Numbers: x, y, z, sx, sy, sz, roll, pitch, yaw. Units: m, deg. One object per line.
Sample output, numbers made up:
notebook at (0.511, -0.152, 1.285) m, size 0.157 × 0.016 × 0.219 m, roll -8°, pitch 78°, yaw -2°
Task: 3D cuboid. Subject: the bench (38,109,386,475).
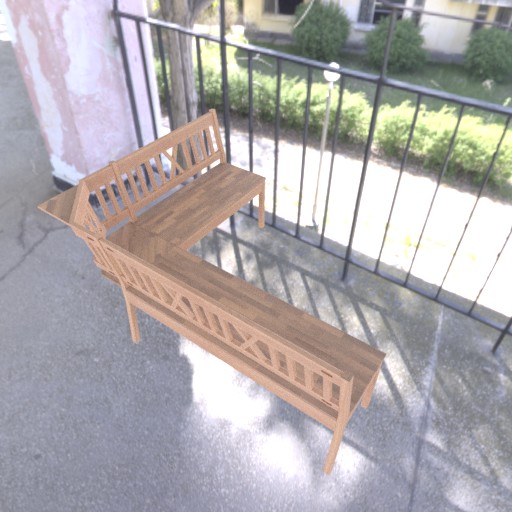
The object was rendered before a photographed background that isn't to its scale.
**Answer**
bench at (0.000, 0.000, 2.782) m, size 1.937 × 0.902 × 1.537 m, roll 26°, pitch 48°, yaw 26°
